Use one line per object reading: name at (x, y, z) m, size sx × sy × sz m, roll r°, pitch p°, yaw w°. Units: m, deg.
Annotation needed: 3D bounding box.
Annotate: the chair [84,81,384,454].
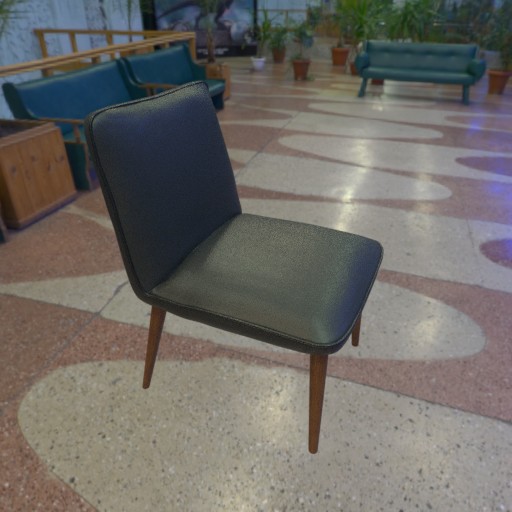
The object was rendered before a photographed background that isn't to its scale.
chair at (0.000, 0.000, 1.200) m, size 0.645 × 0.801 × 0.543 m, roll 11°, pitch 32°, yaw 17°
